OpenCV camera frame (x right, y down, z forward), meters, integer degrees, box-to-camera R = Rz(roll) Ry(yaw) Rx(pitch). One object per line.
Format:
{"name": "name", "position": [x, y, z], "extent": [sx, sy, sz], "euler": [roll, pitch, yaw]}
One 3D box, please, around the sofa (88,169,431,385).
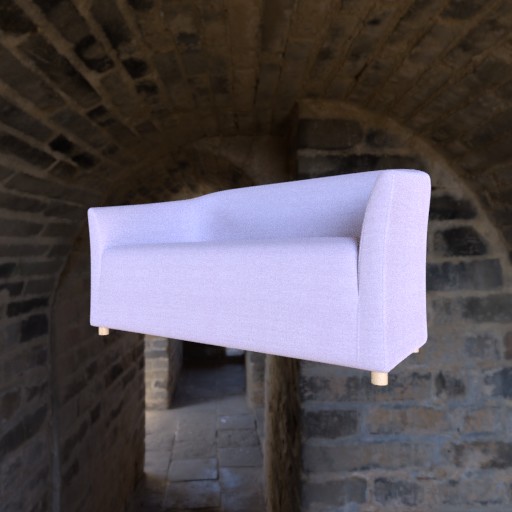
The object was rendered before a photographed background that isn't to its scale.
{"name": "sofa", "position": [0.000, 0.000, 1.876], "extent": [1.452, 0.721, 0.705], "euler": [0, -1, 38]}
